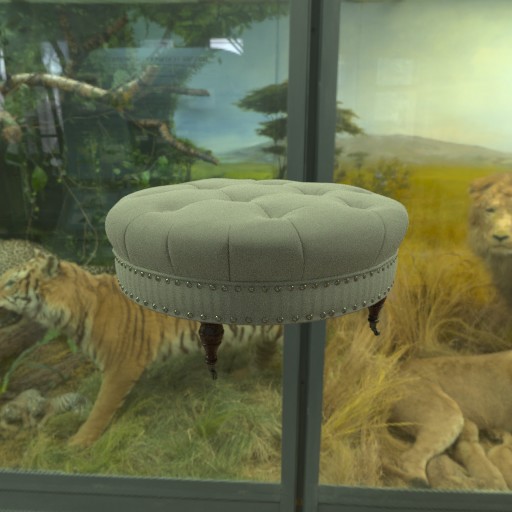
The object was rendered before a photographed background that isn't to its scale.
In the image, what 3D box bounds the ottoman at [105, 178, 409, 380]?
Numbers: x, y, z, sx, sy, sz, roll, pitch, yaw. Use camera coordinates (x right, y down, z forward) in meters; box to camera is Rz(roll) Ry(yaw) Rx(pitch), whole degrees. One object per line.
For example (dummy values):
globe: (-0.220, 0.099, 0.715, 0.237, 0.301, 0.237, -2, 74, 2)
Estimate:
ottoman: (0.000, 0.000, 1.405, 0.901, 0.439, 0.901, 0, 16, 0)
